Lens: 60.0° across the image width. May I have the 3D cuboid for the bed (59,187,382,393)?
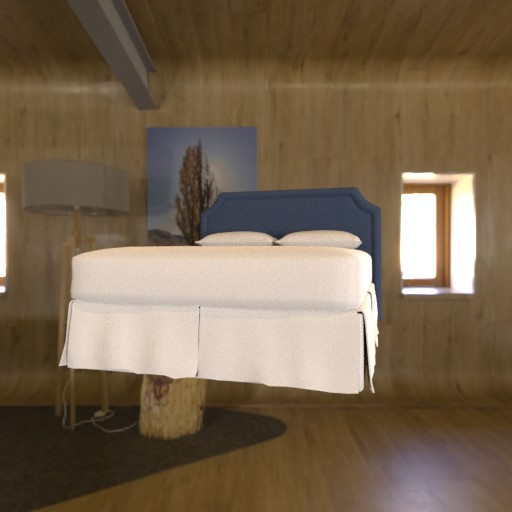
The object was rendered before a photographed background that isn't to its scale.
[{"bbox_3d":[0.000,0.000,3.367,1.831,1.297,2.260,0,0,16],"label":"bed"}]
